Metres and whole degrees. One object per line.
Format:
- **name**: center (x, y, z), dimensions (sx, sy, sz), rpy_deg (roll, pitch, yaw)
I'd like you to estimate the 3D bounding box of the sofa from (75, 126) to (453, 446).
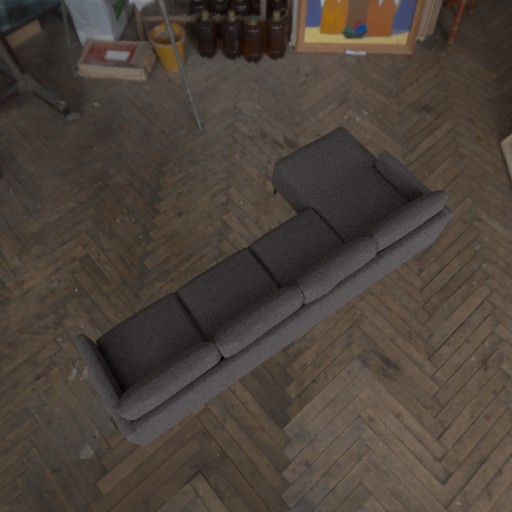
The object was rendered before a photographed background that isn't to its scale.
- **sofa**: center (0.000, 0.000, 3.273), dimensions (2.731, 0.754, 1.258), rpy_deg (-32, 67, -16)
